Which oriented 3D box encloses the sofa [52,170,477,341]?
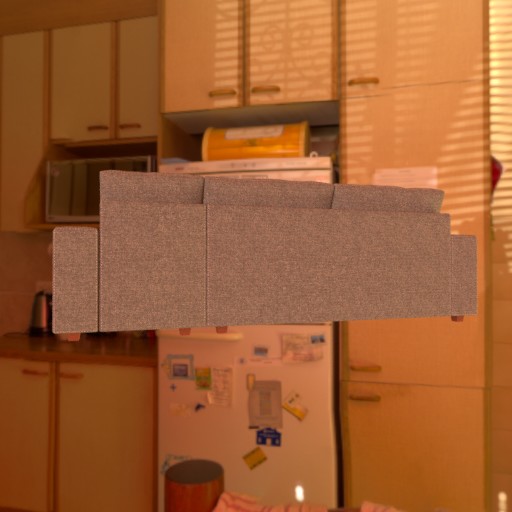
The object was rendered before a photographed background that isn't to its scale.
[{"bbox_3d":[0.000,0.000,3.493,2.718,0.940,1.689,0,-1,-17],"label":"sofa"}]
